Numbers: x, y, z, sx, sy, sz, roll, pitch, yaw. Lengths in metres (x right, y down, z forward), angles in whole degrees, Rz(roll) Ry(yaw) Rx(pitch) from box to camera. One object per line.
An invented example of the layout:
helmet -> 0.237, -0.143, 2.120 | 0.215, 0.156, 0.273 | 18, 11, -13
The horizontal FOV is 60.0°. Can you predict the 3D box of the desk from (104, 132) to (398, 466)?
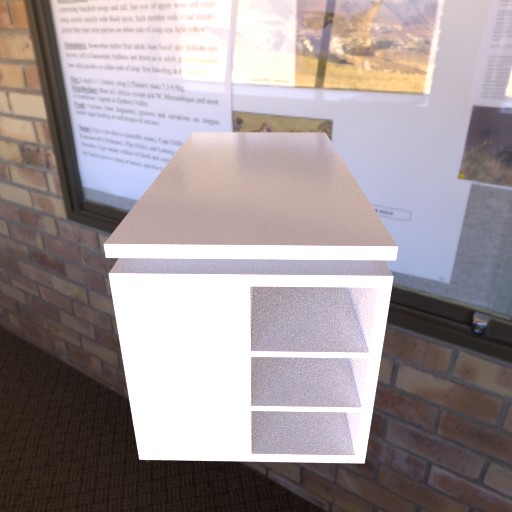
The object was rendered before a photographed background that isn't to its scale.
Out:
desk -> 0.000, 0.000, 1.829 | 0.690, 0.740, 1.400 | 1, 26, 1
